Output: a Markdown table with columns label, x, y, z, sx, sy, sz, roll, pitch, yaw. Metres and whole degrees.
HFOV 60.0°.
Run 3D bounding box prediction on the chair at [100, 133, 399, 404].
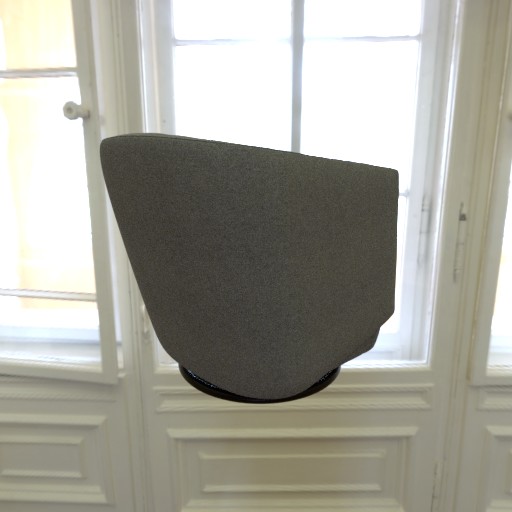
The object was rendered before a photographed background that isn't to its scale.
| label | x | y | z | sx | sy | sz | roll | pitch | yaw |
| --- | --- | --- | --- | --- | --- | --- | --- | --- | --- |
| chair | 0.000 | 0.000 | 1.644 | 0.986 | 0.861 | 0.822 | -13 | 19 | -42 |
